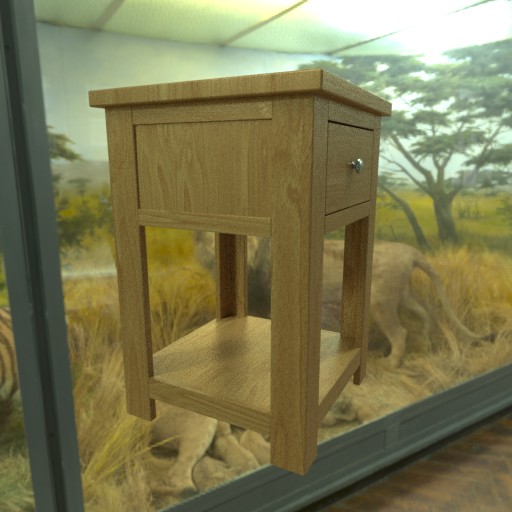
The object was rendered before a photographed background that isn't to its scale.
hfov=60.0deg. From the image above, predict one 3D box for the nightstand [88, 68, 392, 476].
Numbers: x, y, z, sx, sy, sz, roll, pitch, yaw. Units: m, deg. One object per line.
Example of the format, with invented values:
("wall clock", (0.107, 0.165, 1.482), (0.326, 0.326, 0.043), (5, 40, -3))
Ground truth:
("nightstand", (0.000, 0.000, 0.904), (0.418, 0.614, 0.428), (7, 14, 27))
